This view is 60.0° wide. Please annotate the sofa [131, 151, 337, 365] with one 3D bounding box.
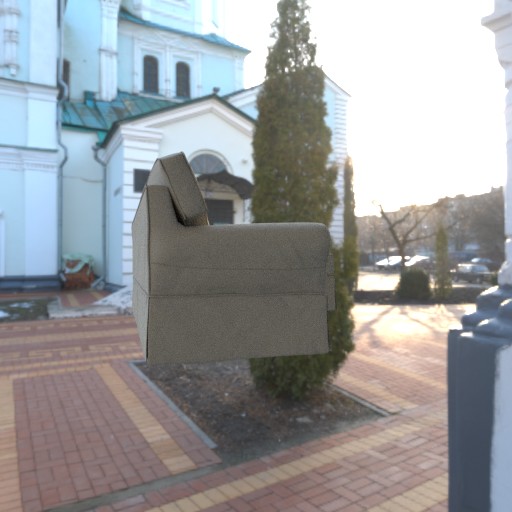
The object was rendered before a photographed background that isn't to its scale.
[{"bbox_3d":[0.000,0.000,3.305,1.733,0.978,2.475,0,-1,-17],"label":"sofa"}]
